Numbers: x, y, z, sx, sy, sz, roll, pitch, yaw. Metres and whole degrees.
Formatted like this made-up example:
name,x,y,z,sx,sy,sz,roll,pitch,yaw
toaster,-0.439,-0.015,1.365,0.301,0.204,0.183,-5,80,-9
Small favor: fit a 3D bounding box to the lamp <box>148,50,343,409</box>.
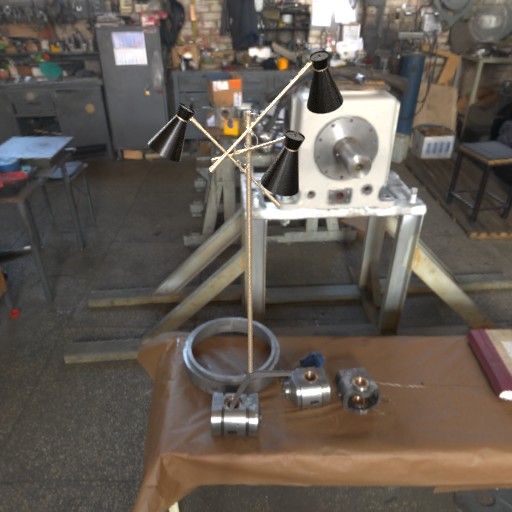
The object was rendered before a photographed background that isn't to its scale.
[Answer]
name,x,y,z,sx,sy,sz,roll,pitch,yaw
lamp,0.000,0.000,2.150,0.750,1.804,0.653,-20,36,-30
